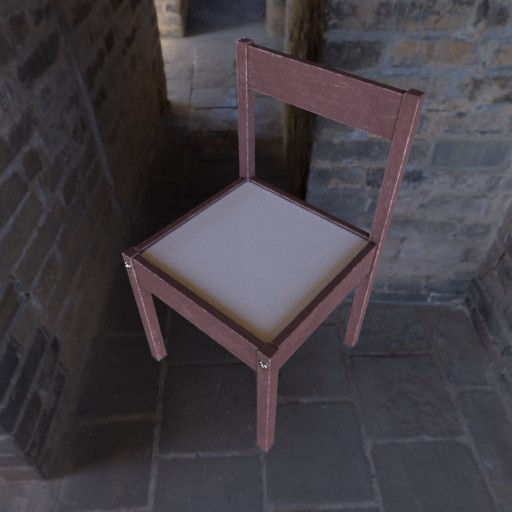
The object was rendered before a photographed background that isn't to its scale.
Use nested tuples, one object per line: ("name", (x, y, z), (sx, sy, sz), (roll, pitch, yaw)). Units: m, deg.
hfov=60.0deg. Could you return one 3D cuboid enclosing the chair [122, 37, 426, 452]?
("chair", (0.000, 0.000, 0.682), (0.285, 0.505, 0.285), (31, 52, 27))
